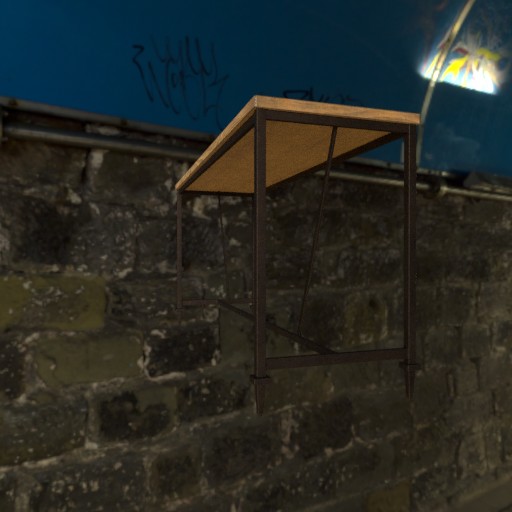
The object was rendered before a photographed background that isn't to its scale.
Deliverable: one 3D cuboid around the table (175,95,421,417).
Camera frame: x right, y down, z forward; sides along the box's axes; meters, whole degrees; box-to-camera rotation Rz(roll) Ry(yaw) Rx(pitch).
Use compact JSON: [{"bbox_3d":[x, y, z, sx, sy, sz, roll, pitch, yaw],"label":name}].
[{"bbox_3d":[0.000,0.000,2.119,0.551,0.902,1.700,0,0,-18],"label":"table"}]
